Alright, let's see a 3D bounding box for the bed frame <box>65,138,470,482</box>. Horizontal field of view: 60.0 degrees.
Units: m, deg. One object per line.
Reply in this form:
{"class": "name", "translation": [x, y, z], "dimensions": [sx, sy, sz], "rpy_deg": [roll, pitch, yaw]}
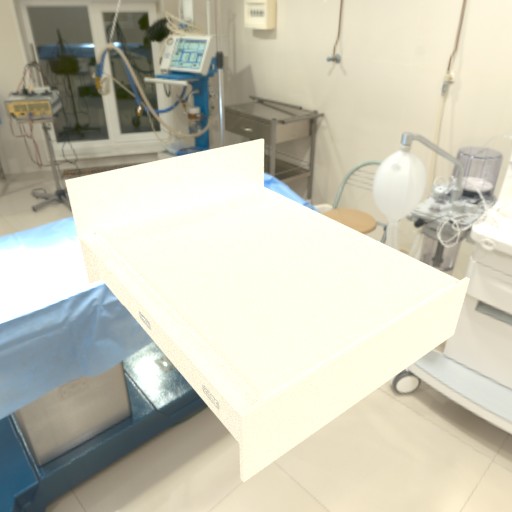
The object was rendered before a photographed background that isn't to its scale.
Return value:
{"class": "bed frame", "translation": [0.000, 0.000, 2.823], "dimensions": [1.622, 0.800, 1.960], "rpy_deg": [-21, 36, -31]}
